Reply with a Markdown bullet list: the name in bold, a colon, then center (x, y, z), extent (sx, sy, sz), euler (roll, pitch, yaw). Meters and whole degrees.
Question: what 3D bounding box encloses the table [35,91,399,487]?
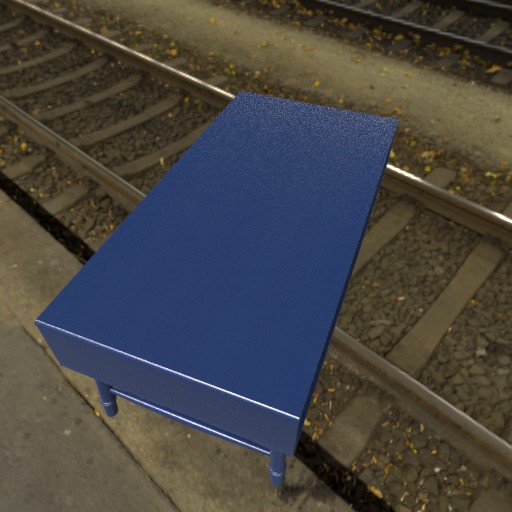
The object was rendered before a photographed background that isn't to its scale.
- **table**: center (0.000, 0.000, 1.319), extent (0.572, 0.457, 1.067), euler (16, 48, 15)
